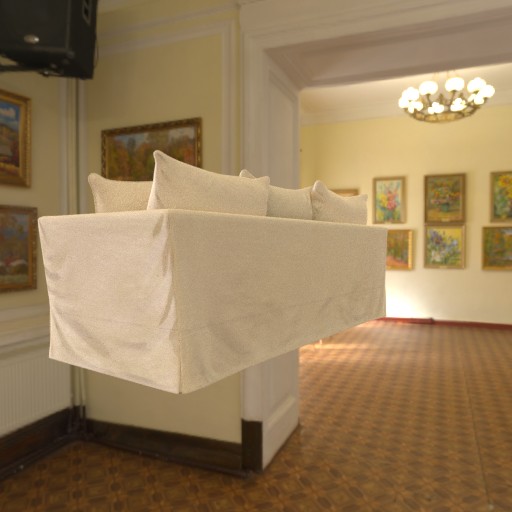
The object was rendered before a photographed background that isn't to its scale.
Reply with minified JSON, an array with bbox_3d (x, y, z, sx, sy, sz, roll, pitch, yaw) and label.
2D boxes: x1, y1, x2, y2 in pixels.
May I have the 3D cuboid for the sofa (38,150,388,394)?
[{"bbox_3d":[0.000,0.000,3.004,1.030,1.042,2.484,1,2,36],"label":"sofa"}]
